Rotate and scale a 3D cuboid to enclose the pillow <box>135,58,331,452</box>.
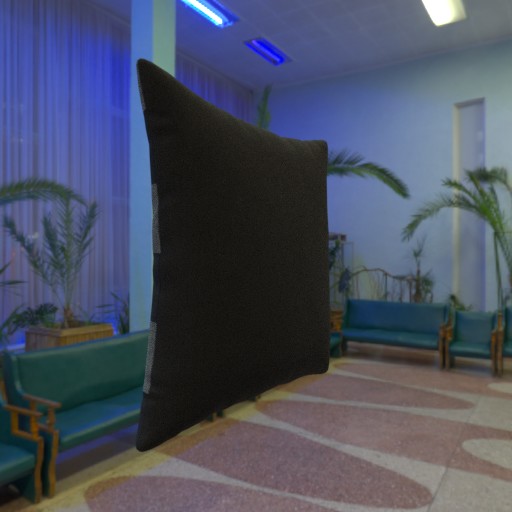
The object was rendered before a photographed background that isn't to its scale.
[{"bbox_3d":[0.000,0.000,0.772,0.161,0.509,0.511,0,0,36],"label":"pillow"}]
